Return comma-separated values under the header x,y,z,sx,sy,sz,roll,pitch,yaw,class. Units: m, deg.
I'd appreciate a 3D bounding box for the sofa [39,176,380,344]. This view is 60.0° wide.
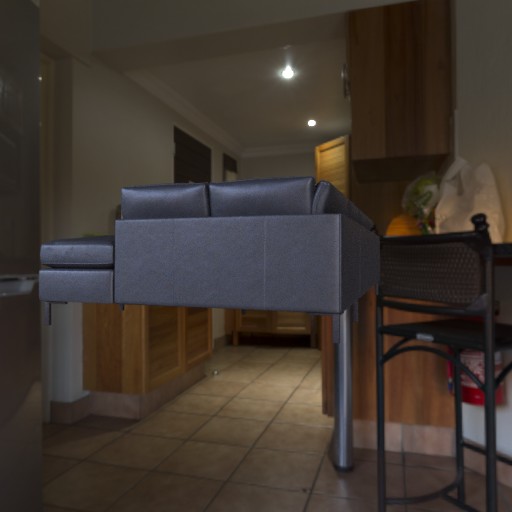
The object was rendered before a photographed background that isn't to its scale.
x,y,z,sx,sy,sz,roll,pitch,yaw,class
0.000,0.000,3.916,1.938,0.877,2.984,0,0,19,sofa
